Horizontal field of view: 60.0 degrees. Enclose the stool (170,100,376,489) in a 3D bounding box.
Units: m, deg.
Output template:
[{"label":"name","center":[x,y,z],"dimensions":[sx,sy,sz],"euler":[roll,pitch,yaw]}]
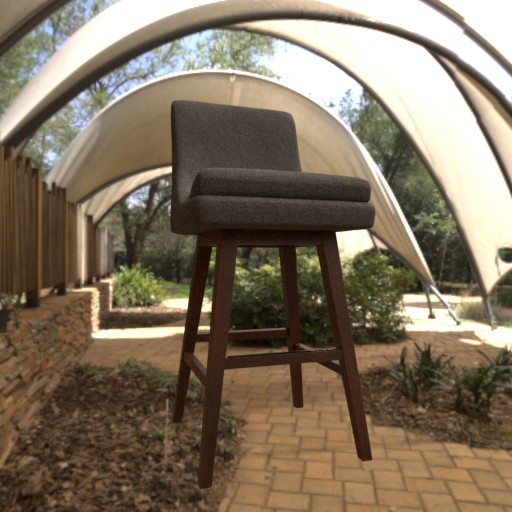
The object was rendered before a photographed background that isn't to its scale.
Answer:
[{"label":"stool","center":[0.000,0.000,1.335],"dimensions":[0.489,1.068,0.572],"euler":[0,0,-19]}]
